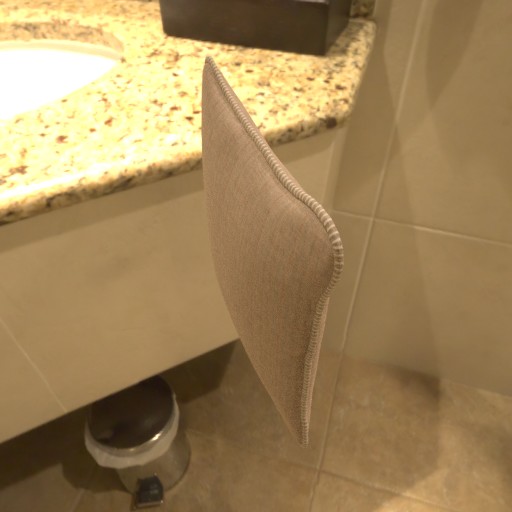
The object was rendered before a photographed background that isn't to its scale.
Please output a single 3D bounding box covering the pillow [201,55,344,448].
[{"bbox_3d":[0.000,0.000,0.737,0.124,0.494,0.485,-14,47,-14],"label":"pillow"}]
